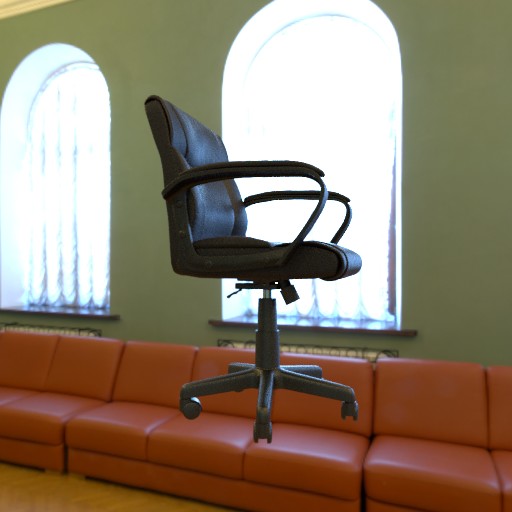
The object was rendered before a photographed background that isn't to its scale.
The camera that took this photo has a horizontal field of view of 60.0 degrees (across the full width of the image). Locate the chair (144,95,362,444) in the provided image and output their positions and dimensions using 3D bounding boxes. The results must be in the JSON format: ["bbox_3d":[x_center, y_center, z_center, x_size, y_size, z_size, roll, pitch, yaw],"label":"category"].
[{"bbox_3d":[0.000,0.000,1.431,0.641,0.998,0.576,0,-1,19],"label":"chair"}]
